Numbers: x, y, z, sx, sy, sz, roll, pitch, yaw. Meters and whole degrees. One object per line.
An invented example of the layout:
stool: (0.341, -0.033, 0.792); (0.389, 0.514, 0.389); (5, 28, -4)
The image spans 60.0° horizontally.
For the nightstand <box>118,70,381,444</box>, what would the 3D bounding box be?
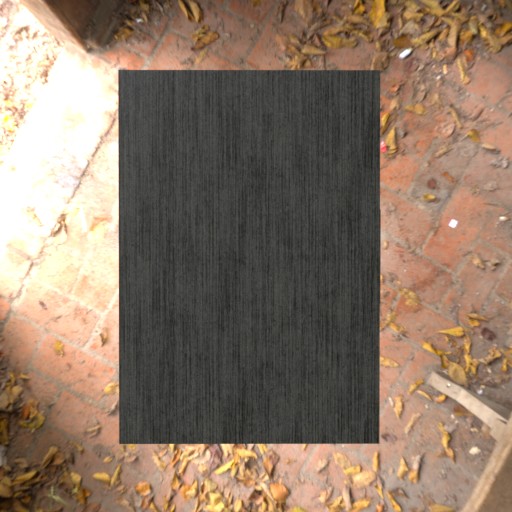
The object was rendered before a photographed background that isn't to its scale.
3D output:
nightstand: (0.000, 0.000, 0.753); (0.325, 0.460, 0.441); (0, 90, 0)
